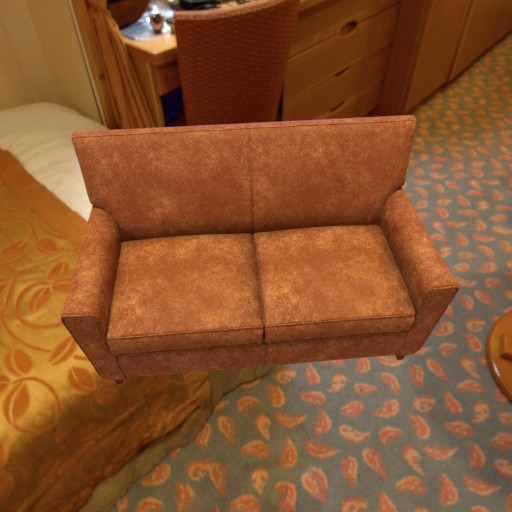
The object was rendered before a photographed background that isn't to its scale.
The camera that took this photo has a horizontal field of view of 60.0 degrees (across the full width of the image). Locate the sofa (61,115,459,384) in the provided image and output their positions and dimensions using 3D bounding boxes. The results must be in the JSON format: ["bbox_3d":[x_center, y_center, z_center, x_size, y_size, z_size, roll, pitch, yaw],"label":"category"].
[{"bbox_3d":[0.000,0.000,1.961,1.473,0.871,0.787,-4,47,-4],"label":"sofa"}]
